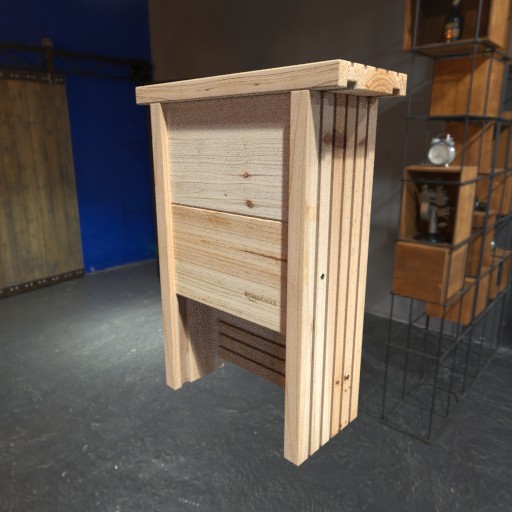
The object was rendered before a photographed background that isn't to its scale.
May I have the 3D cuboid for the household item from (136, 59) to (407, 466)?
[{"bbox_3d":[0.000,0.000,0.552,0.301,0.407,0.123,14,20,41],"label":"household item"}]
